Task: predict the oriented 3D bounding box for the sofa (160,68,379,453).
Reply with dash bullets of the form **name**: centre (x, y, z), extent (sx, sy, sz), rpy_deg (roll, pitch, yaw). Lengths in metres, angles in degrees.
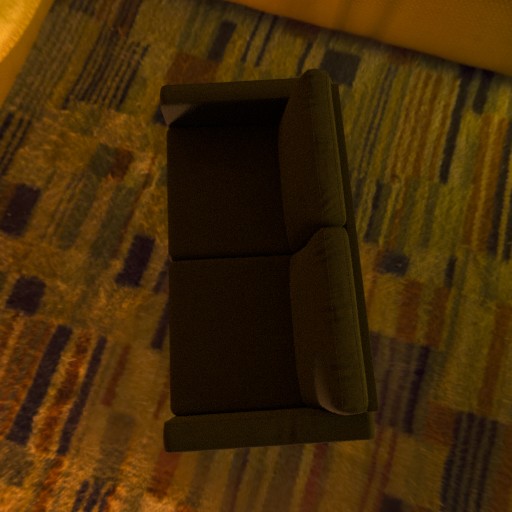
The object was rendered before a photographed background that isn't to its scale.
- **sofa**: centre (0.000, 0.000, 2.231), extent (0.889, 0.897, 1.730), rpy_deg (-3, 76, -1)
